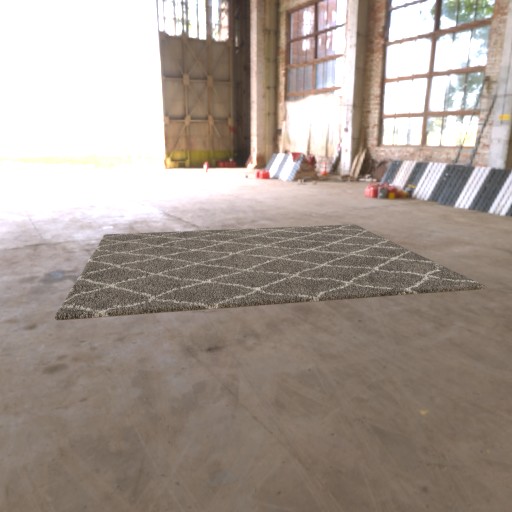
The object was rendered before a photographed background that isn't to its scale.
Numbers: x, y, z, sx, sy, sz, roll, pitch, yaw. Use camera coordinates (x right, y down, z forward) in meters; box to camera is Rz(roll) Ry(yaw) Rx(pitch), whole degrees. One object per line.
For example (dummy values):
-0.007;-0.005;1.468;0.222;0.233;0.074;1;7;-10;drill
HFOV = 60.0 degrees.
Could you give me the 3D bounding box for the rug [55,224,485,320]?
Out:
0.000;0.000;4.187;3.047;0.029;2.438;-3;16;-11;rug
